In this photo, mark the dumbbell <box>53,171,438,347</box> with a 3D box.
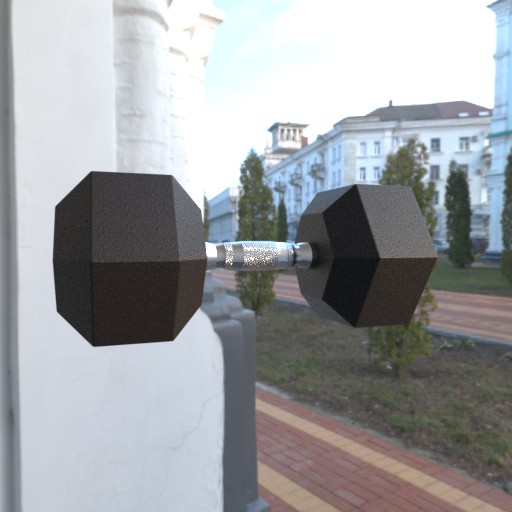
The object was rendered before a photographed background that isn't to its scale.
[{"bbox_3d":[0.000,0.000,0.470,0.384,0.150,0.173,-1,2,-19],"label":"dumbbell"}]
